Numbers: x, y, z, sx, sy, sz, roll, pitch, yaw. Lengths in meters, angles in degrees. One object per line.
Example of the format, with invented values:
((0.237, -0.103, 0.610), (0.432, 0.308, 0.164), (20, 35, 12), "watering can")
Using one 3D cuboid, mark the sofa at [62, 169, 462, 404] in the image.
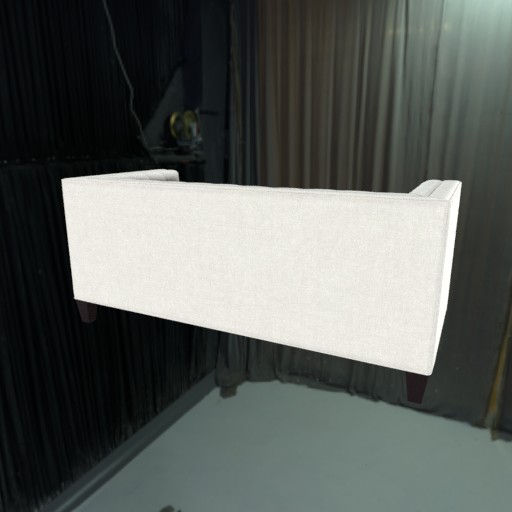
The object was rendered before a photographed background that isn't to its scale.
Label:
((0.000, 0.000, 2.226), (1.778, 0.762, 0.775), (7, 17, 26), "sofa")
